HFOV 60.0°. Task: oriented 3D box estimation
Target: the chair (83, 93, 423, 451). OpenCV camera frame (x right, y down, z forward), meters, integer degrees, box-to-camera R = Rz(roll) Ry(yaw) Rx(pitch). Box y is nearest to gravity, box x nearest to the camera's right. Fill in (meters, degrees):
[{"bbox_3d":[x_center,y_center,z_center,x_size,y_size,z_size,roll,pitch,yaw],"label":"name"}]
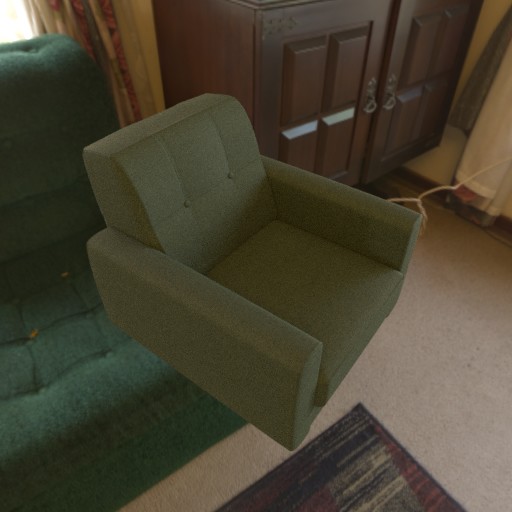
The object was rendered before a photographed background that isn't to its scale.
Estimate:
[{"bbox_3d":[0.000,0.000,1.573,0.909,0.841,0.831,26,47,27],"label":"chair"}]
